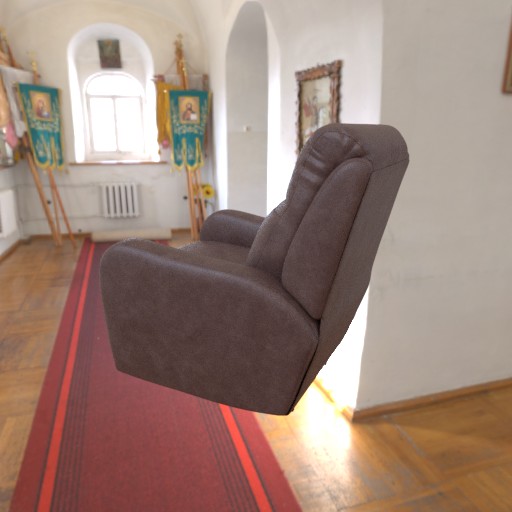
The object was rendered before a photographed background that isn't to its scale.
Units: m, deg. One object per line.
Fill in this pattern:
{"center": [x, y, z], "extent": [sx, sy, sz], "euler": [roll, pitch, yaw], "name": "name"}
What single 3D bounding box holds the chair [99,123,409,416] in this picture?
{"center": [0.000, 0.000, 1.859], "extent": [1.067, 1.067, 0.865], "euler": [8, 19, 26], "name": "chair"}
